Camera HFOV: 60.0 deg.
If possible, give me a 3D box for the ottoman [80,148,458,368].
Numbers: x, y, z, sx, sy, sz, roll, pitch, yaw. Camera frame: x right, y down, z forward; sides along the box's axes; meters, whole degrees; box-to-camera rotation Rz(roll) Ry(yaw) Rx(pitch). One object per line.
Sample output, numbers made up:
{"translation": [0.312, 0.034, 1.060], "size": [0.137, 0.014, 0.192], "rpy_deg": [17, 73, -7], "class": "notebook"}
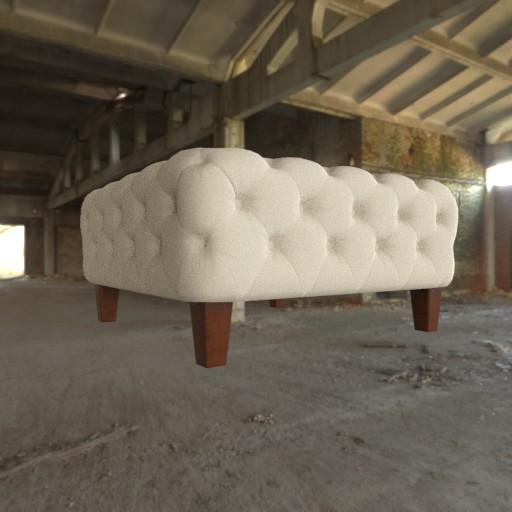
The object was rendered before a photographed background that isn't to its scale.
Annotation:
{"translation": [0.000, 0.000, 1.195], "size": [0.755, 0.376, 0.753], "rpy_deg": [0, 0, -35], "class": "ottoman"}
